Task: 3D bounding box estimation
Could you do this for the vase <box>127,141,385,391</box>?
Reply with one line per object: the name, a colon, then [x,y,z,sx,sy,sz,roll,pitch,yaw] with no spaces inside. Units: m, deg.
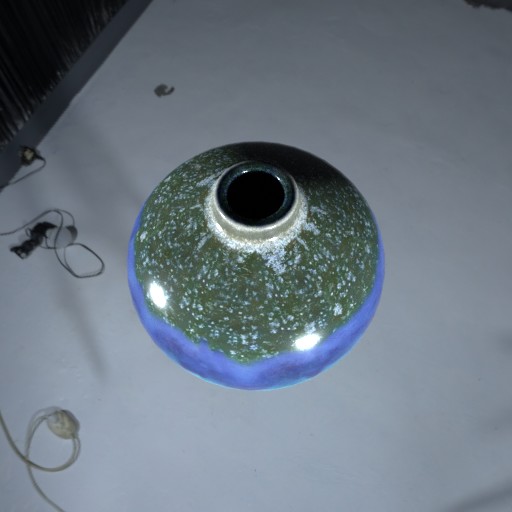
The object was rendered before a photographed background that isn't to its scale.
vase: [0.000,0.000,0.266,0.154,0.133,0.154,0,64,0]
